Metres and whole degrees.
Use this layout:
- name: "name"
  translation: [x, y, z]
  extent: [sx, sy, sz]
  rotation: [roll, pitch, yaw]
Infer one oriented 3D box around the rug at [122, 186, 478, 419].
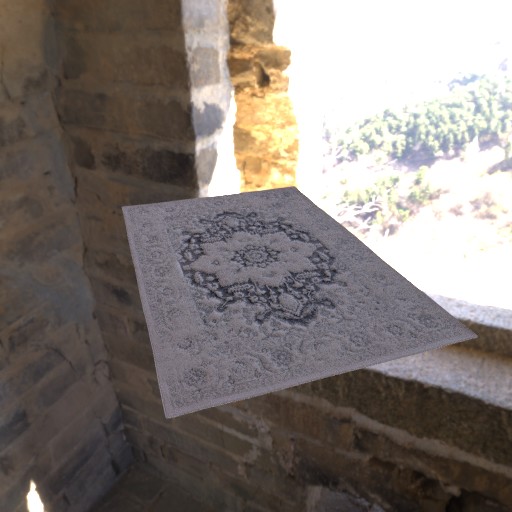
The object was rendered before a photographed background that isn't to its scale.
- name: "rug"
  translation: [0.000, 0.000, 2.307]
  extent: [1.223, 0.008, 1.813]
  rotation: [-10, 30, -17]
